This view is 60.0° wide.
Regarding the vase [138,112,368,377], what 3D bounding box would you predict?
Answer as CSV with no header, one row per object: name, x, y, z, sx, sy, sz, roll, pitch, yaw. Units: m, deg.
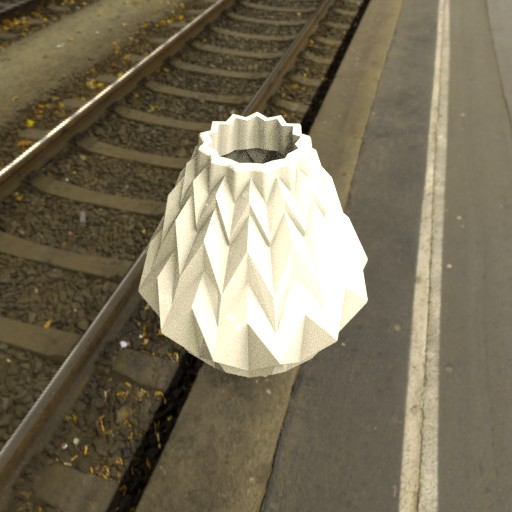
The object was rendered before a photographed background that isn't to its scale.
vase,0.000,0.000,0.312,0.164,0.185,0.164,0,45,0
